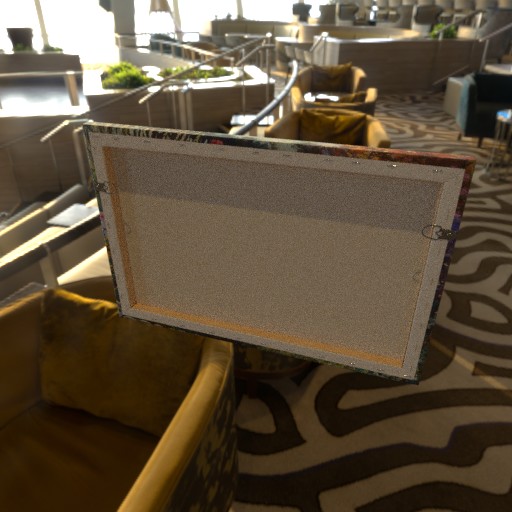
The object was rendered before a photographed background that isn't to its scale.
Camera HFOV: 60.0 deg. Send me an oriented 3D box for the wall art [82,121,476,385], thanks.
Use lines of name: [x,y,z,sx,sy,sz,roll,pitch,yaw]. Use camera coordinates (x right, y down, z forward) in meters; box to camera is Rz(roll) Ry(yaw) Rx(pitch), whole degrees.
wall art: [0.000,0.000,1.432,1.136,0.760,0.042,10,32,16]
